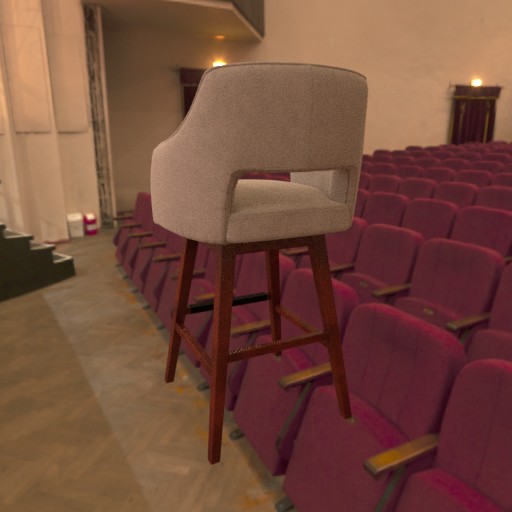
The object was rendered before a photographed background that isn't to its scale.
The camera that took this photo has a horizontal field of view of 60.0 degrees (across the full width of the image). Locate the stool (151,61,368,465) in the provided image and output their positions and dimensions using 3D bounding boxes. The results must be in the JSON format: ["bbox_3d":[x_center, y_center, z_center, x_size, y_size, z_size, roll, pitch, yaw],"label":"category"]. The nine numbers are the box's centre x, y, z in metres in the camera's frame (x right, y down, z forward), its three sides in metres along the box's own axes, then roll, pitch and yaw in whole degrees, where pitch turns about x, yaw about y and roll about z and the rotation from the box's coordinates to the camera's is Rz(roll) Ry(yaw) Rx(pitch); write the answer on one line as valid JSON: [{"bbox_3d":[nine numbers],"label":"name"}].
[{"bbox_3d":[0.000,0.000,1.338,0.548,1.012,0.558,-7,17,-25],"label":"stool"}]
